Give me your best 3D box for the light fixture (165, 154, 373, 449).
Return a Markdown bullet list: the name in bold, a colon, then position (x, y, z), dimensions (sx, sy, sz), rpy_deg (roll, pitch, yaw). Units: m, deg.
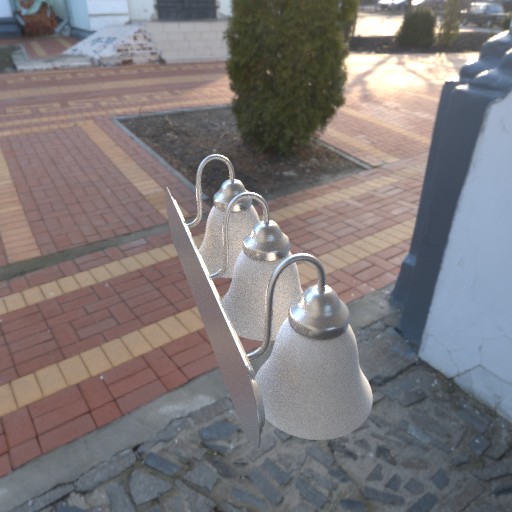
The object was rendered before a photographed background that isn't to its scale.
- **light fixture**: position (0.000, 0.000, 0.713), dimensions (0.199, 0.222, 0.610), rpy_deg (-10, 32, -16)
